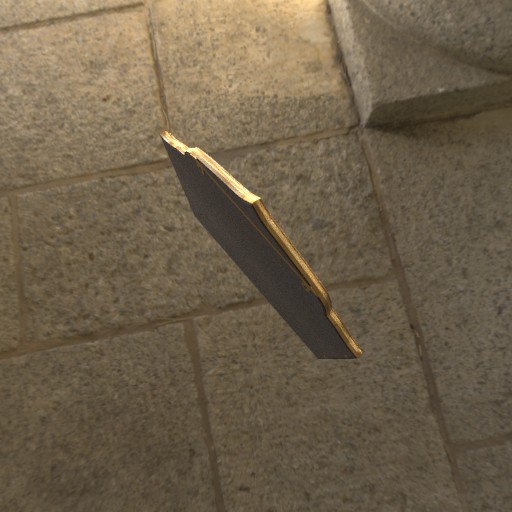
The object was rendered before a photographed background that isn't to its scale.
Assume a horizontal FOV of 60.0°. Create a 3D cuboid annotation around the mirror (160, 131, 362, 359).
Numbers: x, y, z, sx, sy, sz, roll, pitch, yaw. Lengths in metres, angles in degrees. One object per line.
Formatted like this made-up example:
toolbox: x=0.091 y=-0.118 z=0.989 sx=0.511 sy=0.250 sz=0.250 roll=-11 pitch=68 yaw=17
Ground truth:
mirror: x=0.000 y=0.000 z=0.880 sx=0.018 sy=0.635 sz=0.513 roll=-40 pitch=80 yaw=-8
